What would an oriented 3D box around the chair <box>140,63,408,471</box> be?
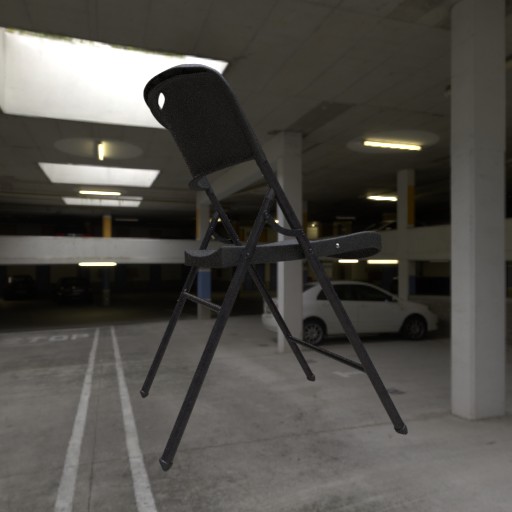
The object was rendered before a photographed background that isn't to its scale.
[{"bbox_3d":[0.000,0.000,1.145,0.566,0.810,0.494,0,0,-19],"label":"chair"}]
